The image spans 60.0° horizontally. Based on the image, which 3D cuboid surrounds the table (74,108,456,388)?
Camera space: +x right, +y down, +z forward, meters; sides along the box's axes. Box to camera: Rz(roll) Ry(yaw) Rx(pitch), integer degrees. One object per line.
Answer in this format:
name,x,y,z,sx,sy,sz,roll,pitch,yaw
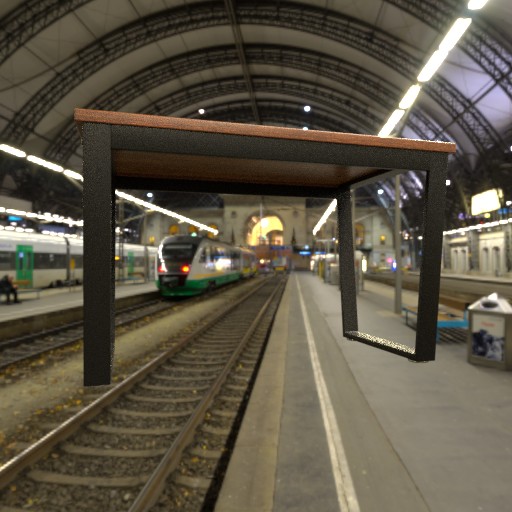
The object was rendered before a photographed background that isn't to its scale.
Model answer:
table,0.000,0.000,1.669,1.205,0.760,0.714,0,-1,-16
